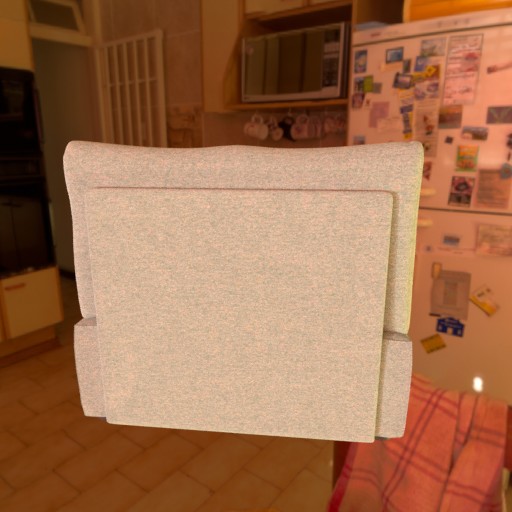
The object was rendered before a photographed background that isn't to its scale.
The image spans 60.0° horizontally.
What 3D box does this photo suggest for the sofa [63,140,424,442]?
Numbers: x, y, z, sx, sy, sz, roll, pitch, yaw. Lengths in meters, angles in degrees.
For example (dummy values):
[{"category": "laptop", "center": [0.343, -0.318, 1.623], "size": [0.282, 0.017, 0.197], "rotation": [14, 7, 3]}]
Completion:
[{"category": "sofa", "center": [0.000, 0.000, 1.627], "size": [0.930, 0.820, 1.000], "rotation": [2, 15, 6]}]
